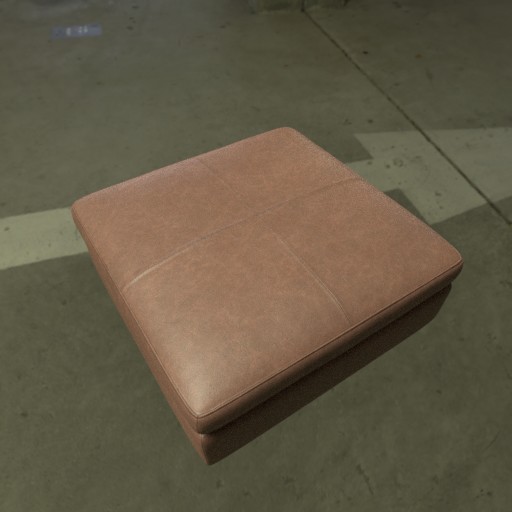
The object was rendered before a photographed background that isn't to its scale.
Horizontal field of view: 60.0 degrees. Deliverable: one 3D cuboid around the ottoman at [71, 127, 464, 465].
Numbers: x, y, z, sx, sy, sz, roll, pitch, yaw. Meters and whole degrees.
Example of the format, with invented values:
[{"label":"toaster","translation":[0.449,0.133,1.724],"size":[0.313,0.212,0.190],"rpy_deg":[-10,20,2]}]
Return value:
[{"label":"ottoman","translation":[0.000,0.000,1.862],"size":[1.168,0.490,1.168],"rpy_deg":[-25,51,-22]}]
